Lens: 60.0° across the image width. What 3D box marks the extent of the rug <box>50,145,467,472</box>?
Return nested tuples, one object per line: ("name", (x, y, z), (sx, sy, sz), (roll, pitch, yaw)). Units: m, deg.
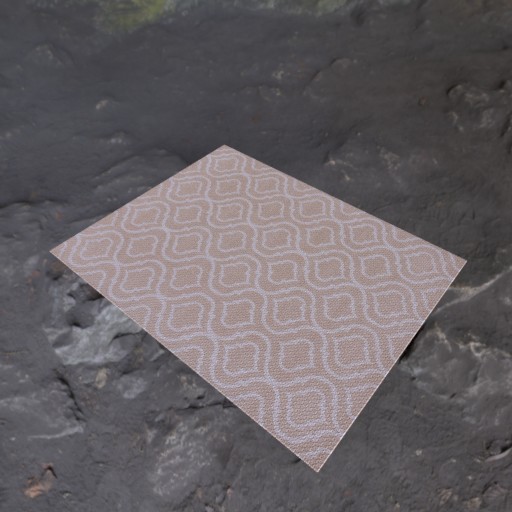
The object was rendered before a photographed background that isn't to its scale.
("rug", (0.000, 0.000, 3.912), (2.894, 0.013, 2.286), (31, 53, 27))
